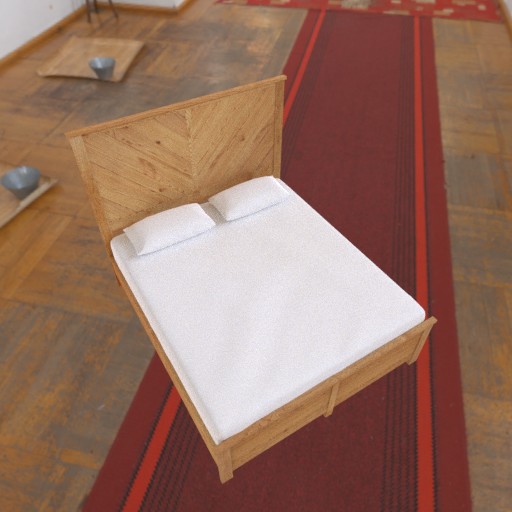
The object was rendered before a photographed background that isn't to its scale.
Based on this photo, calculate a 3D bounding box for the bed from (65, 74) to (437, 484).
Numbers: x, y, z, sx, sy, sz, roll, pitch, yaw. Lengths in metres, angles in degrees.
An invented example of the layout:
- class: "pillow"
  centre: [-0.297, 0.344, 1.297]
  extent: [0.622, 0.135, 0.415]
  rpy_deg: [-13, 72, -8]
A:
- class: "bed"
  centre: [0.000, 0.000, 4.066]
  extent: [2.225, 1.938, 2.530]
  rpy_deg: [-24, 50, -22]
